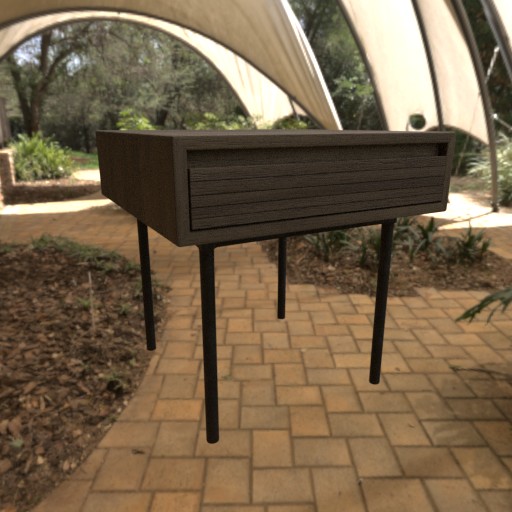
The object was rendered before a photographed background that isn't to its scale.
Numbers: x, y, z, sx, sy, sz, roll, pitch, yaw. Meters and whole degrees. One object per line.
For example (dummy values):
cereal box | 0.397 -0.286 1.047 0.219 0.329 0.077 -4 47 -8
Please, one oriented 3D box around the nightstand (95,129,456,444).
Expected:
nightstand | 0.000 0.000 0.916 0.502 0.497 0.503 -9 19 -28
